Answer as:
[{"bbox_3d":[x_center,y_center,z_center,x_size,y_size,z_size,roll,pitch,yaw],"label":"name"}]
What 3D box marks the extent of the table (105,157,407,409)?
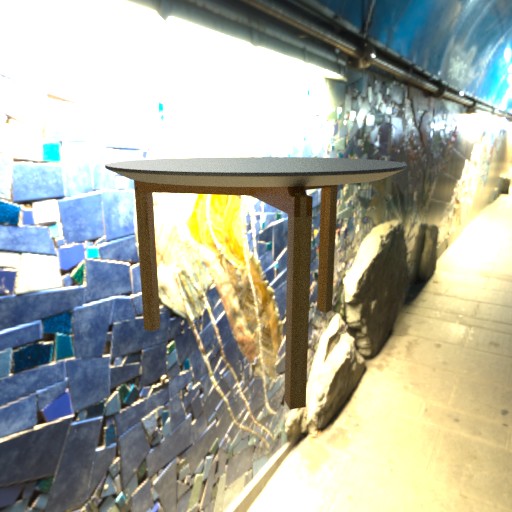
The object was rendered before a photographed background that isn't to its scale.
[{"bbox_3d":[0.000,0.000,0.978,0.600,0.405,0.600,0,15,0],"label":"table"}]
